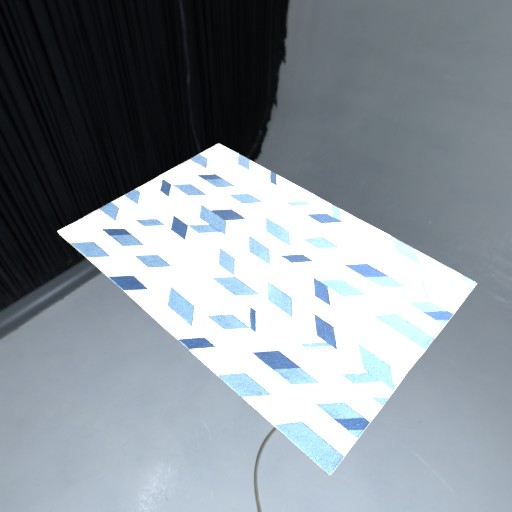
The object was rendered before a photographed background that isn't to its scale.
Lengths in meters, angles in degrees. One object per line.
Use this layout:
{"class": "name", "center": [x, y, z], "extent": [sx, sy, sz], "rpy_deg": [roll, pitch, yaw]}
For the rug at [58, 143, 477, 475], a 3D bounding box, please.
{"class": "rug", "center": [0.000, 0.000, 2.257], "extent": [1.813, 0.006, 1.202], "rpy_deg": [34, 55, 28]}
